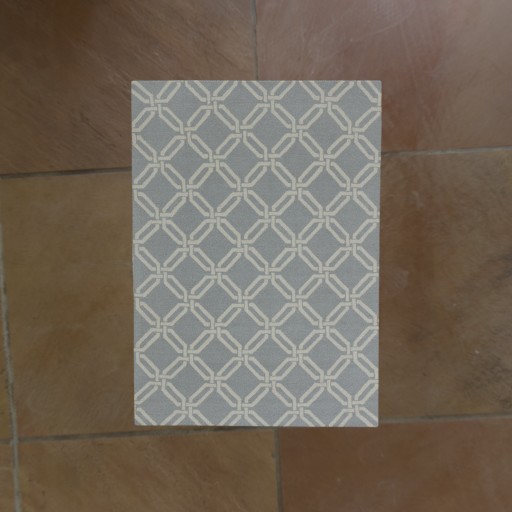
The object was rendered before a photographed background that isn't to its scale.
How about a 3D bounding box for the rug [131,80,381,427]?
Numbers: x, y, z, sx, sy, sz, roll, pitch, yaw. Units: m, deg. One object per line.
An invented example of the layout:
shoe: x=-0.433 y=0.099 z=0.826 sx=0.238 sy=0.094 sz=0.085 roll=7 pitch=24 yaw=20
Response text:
rug: x=0.000 y=0.000 z=2.729 sx=1.522 sy=0.013 sz=2.133 roll=0 pitch=92 yaw=1
